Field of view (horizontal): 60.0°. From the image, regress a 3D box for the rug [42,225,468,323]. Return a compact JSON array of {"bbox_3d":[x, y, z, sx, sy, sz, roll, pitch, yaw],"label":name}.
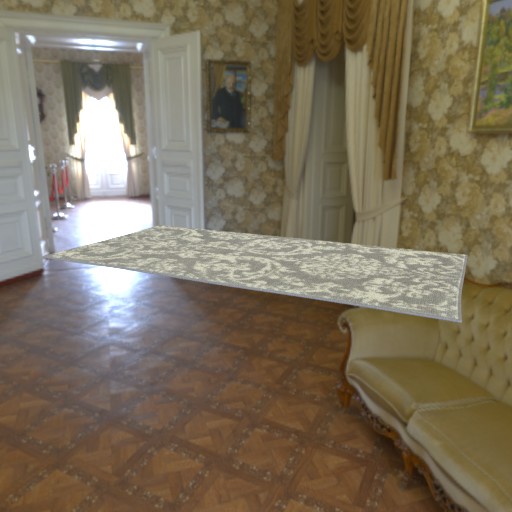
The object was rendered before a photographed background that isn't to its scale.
[{"bbox_3d":[0.000,0.000,1.415,1.219,0.007,0.604,7,16,25],"label":"rug"}]
